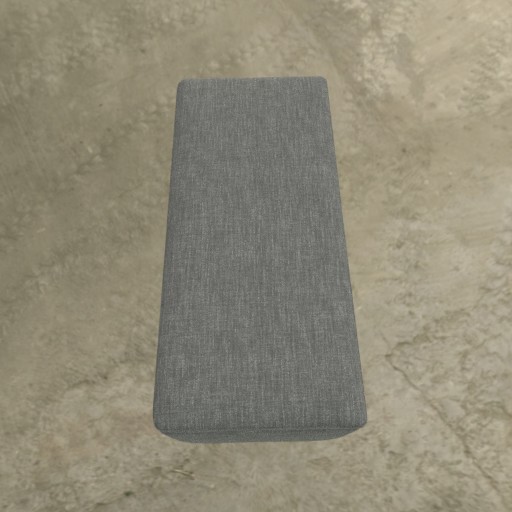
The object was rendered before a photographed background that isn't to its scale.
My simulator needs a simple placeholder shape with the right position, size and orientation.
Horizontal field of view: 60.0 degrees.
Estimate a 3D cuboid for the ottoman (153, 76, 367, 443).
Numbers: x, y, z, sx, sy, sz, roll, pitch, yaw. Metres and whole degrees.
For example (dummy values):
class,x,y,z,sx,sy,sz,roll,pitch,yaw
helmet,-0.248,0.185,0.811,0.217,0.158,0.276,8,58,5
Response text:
class,x,y,z,sx,sy,sz,roll,pitch,yaw
ottoman,0.000,0.000,1.168,0.419,0.432,0.902,-1,65,0
